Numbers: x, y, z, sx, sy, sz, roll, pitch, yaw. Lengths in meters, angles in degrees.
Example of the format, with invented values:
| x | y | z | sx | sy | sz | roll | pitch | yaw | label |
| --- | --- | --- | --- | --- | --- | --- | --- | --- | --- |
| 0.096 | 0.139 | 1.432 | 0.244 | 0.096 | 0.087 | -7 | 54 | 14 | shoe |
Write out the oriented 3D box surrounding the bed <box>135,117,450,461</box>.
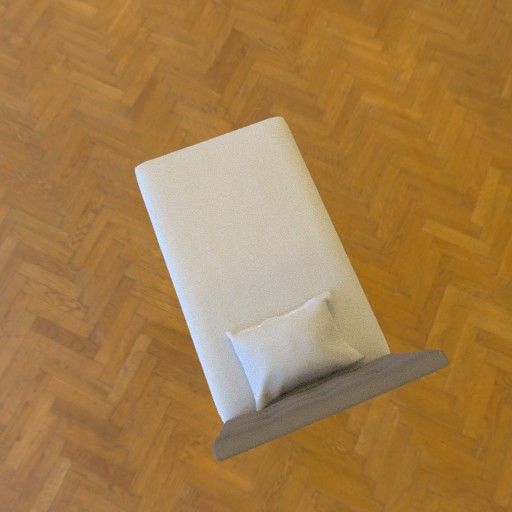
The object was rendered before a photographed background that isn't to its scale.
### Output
| x | y | z | sx | sy | sz | roll | pitch | yaw | label |
| --- | --- | --- | --- | --- | --- | --- | --- | --- | --- |
| 0.000 | 0.000 | 2.936 | 1.261 | 1.571 | 1.997 | -21 | 77 | -5 | bed |
